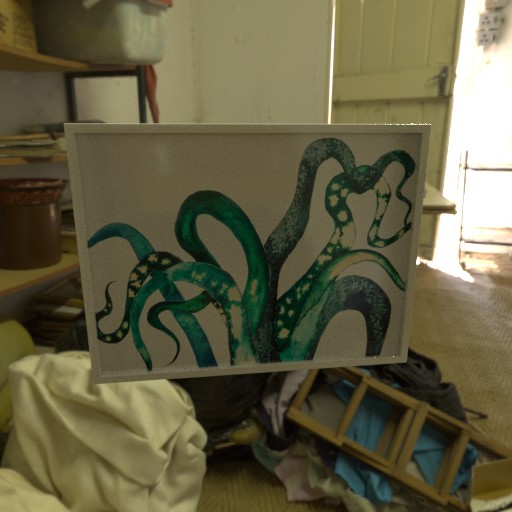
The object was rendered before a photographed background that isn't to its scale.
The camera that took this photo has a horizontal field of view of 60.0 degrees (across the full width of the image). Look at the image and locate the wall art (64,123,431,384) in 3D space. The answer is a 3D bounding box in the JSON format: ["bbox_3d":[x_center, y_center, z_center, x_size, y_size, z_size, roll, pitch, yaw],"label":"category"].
[{"bbox_3d":[0.000,0.000,1.379,1.041,0.787,0.053,-2,16,-7],"label":"wall art"}]
